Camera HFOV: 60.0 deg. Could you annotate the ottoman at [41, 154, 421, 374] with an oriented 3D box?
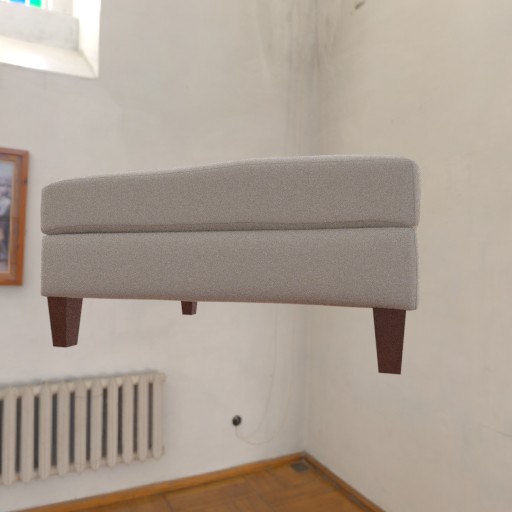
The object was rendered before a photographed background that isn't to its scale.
[{"bbox_3d":[0.000,0.000,1.415,0.976,0.492,0.836,0,0,19],"label":"ottoman"}]
